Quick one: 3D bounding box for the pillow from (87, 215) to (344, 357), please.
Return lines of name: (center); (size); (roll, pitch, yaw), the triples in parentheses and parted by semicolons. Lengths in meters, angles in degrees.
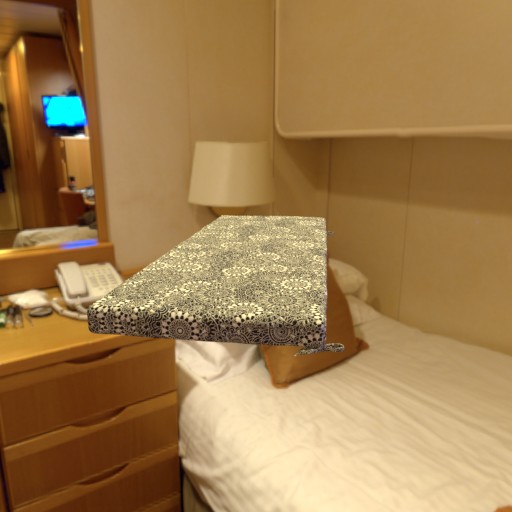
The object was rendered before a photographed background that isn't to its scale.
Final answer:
pillow: (0.000, 0.000, 1.358); (0.492, 0.081, 1.187); (2, 14, 8)
